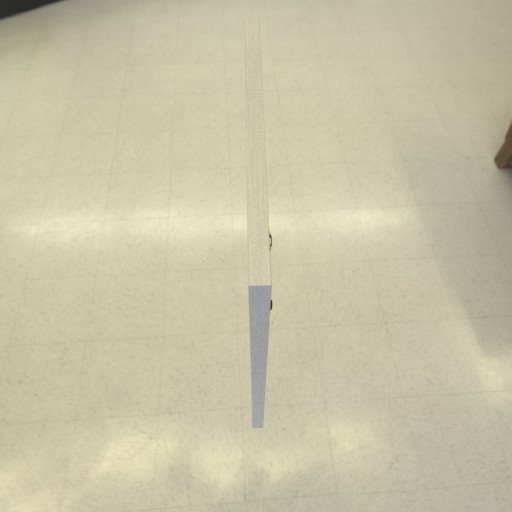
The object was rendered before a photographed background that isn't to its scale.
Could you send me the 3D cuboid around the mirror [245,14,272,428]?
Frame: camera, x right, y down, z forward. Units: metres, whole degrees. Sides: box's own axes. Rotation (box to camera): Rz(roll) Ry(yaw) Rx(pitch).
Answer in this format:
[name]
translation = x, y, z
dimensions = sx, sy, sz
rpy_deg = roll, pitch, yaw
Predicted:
[mirror]
translation = 0.000, 0.000, 1.311
dimensions = 0.040, 1.016, 0.762
rpy_deg = -1, 57, -1
